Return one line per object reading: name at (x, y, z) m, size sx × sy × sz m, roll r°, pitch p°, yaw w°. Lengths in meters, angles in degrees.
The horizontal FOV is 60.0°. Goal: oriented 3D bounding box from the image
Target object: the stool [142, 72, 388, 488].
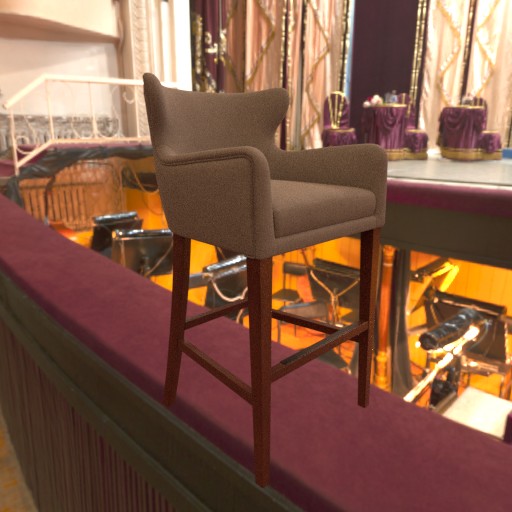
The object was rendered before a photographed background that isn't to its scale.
stool at (0.000, 0.000, 1.387) m, size 0.575 × 1.047 × 0.575 m, roll 14°, pitch 21°, yaw 43°
